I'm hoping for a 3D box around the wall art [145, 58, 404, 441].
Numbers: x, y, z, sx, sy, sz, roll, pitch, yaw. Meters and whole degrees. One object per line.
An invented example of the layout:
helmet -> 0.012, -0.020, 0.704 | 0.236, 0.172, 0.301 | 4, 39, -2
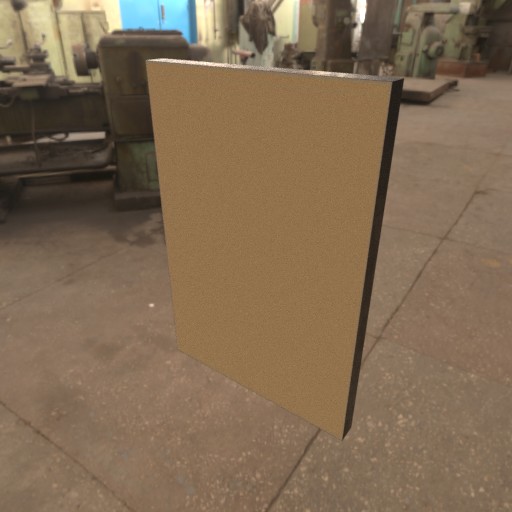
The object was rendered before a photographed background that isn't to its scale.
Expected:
wall art -> 0.000, 0.000, 0.582 | 0.313, 0.457, 0.031 | 20, 35, 31
